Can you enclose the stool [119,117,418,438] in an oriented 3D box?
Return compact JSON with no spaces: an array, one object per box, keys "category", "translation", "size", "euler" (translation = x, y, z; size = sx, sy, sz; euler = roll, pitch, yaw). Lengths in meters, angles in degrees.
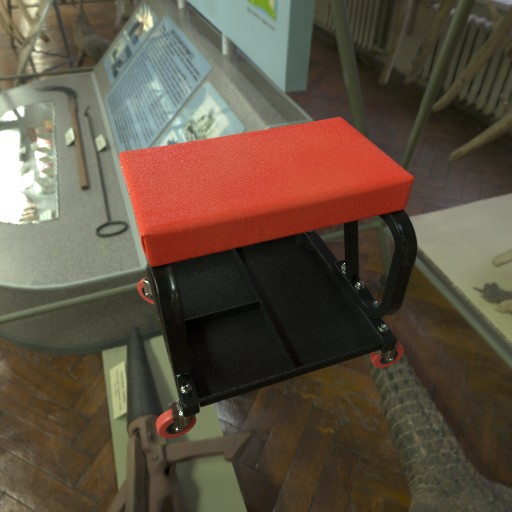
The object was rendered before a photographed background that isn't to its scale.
[{"category":"stool","translation":[0.000,0.000,0.760],"size":[0.446,0.380,0.371],"euler":[-13,43,-15]}]
